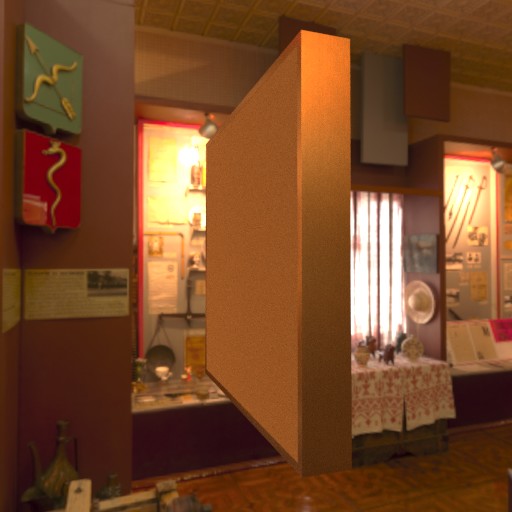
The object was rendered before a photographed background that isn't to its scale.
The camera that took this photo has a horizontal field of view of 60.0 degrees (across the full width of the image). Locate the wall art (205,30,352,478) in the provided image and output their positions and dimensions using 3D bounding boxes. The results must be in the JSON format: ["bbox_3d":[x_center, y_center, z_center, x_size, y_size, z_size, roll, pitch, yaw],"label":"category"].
[{"bbox_3d":[0.000,0.000,0.451,0.038,0.304,0.304,0,-1,-19],"label":"wall art"}]
